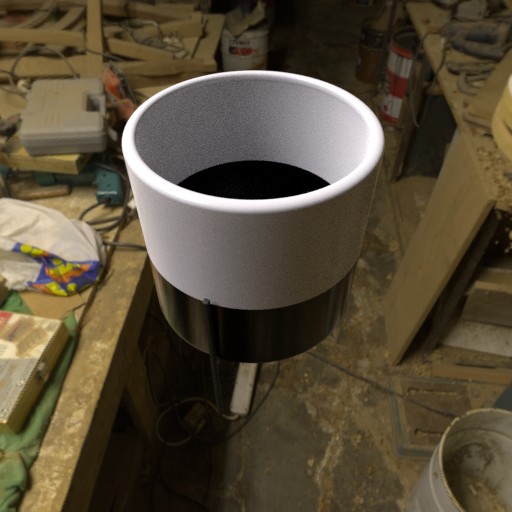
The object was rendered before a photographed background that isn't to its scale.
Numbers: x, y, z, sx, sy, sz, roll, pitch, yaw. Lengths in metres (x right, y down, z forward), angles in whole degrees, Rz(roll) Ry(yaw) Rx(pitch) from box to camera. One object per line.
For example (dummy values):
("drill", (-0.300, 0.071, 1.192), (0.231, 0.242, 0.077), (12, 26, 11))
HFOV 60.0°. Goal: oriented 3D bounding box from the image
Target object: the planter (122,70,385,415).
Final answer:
("planter", (0.000, 0.000, 0.665), (0.310, 0.432, 0.310), (4, 46, 4))
